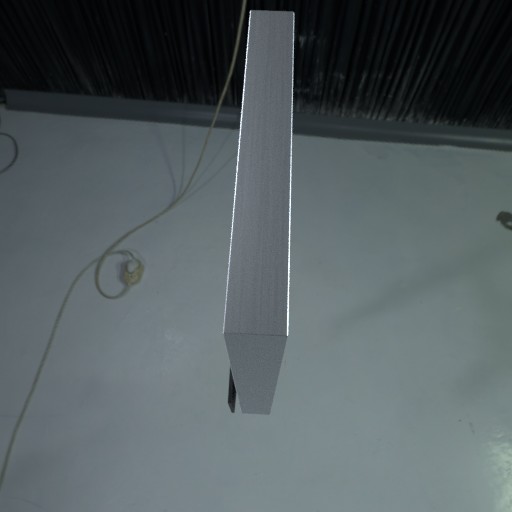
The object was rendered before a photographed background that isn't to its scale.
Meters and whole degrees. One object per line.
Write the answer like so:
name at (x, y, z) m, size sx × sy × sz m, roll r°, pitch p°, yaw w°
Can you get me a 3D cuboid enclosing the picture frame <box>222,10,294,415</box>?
picture frame at (0.000, 0.000, 0.268) m, size 0.028 × 0.208 × 0.157 m, roll 3°, pitch 64°, yaw 1°
